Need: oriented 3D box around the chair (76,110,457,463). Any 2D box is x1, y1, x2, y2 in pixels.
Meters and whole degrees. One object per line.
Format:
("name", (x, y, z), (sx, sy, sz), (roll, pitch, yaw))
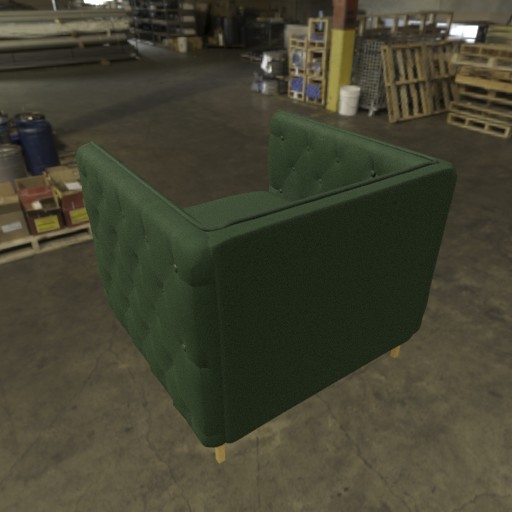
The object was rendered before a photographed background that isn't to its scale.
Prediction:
("chair", (0.000, 0.000, 1.542), (0.917, 0.768, 0.855), (-20, 36, -29))
